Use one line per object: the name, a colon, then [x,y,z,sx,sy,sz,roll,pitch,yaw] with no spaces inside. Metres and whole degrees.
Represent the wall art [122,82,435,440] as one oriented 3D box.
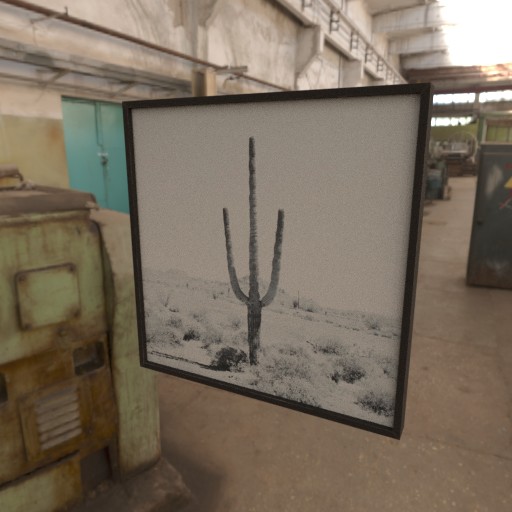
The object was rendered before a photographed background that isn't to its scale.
wall art: [0.000,0.000,0.739,0.508,0.508,0.038,7,15,26]
